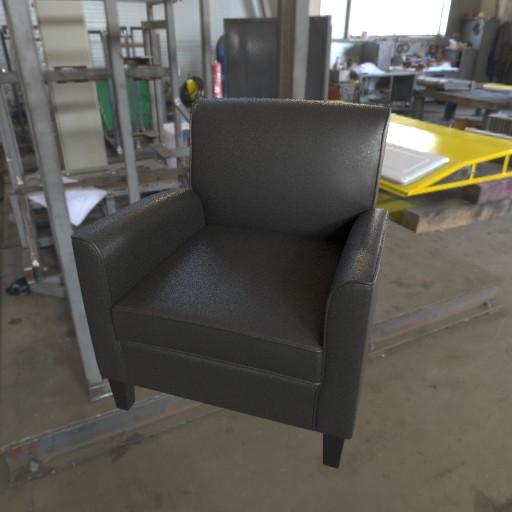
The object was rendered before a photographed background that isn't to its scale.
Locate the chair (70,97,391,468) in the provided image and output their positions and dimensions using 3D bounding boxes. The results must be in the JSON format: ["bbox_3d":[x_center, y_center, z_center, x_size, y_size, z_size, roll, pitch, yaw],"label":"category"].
[{"bbox_3d":[0.000,0.000,1.503,0.820,0.916,0.819,9,28,16],"label":"chair"}]
